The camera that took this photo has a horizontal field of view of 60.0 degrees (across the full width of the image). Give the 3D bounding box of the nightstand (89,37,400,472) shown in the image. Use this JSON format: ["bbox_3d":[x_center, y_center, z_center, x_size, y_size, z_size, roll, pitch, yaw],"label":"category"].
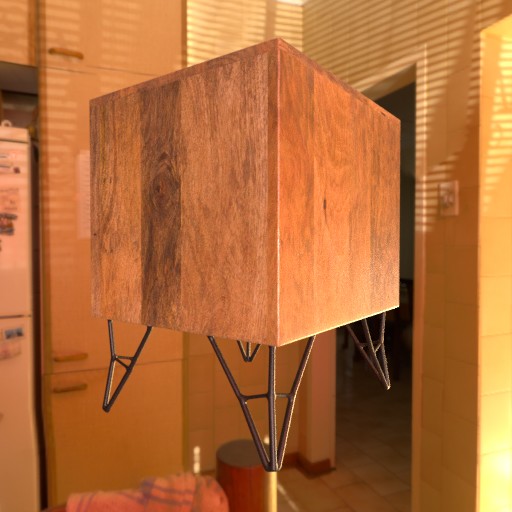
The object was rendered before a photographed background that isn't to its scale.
[{"bbox_3d":[0.000,0.000,0.858,0.406,0.559,0.457,1,2,36],"label":"nightstand"}]
